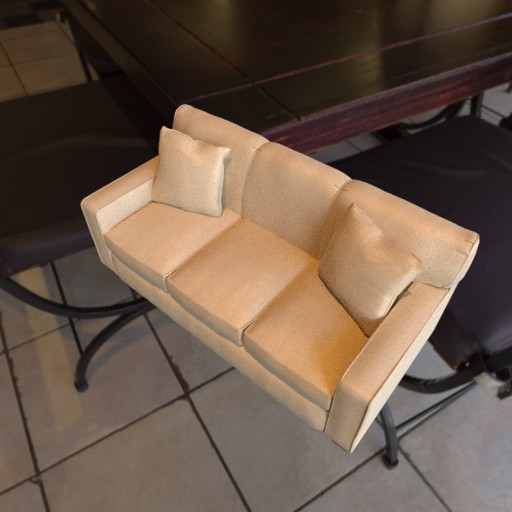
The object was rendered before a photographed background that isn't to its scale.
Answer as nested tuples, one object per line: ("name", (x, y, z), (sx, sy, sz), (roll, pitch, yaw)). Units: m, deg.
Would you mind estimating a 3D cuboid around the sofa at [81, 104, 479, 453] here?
("sofa", (0.000, 0.000, 2.589), (2.024, 0.958, 0.997), (31, 54, 26))
